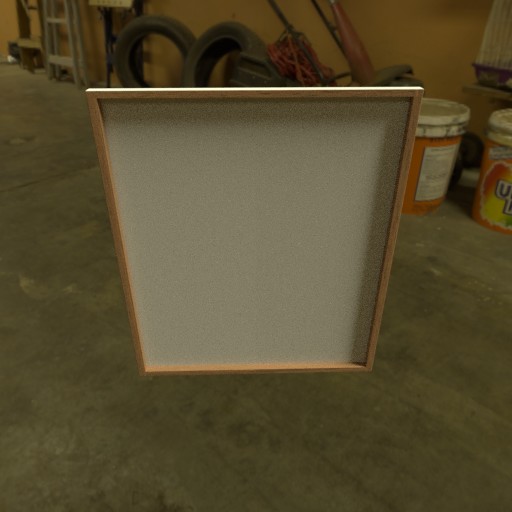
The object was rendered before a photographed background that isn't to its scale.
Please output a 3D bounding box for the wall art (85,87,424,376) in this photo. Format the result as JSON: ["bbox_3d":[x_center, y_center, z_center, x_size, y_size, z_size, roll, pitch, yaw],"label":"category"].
[{"bbox_3d":[0.000,0.000,0.989,0.609,0.710,0.021,-1,31,-1],"label":"wall art"}]
